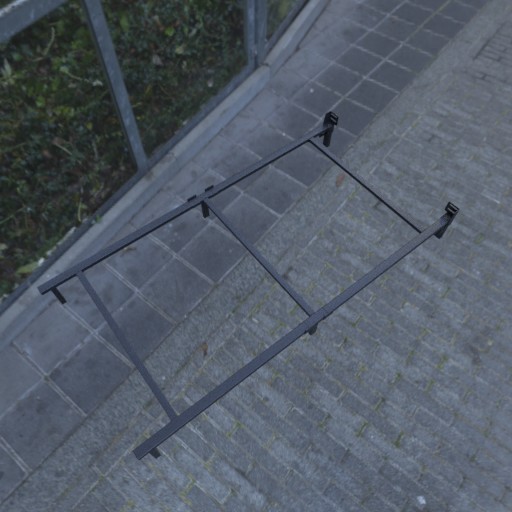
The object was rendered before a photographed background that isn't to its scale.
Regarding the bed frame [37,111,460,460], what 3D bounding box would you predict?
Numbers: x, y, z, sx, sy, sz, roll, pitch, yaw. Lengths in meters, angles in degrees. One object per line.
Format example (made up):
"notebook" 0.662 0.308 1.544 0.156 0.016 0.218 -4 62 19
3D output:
"bed frame" 0.000 0.000 2.260 1.897 0.248 0.968 -33 63 -19
